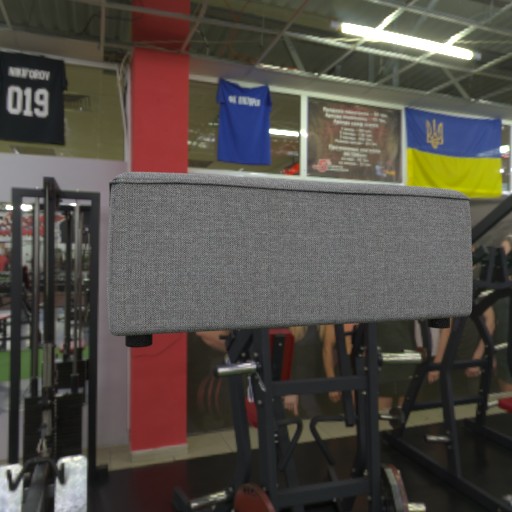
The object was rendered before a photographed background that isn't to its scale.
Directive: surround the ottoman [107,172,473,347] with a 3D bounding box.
[{"bbox_3d":[0.000,0.000,1.598,1.023,0.423,1.017,0,0,-17],"label":"ottoman"}]
